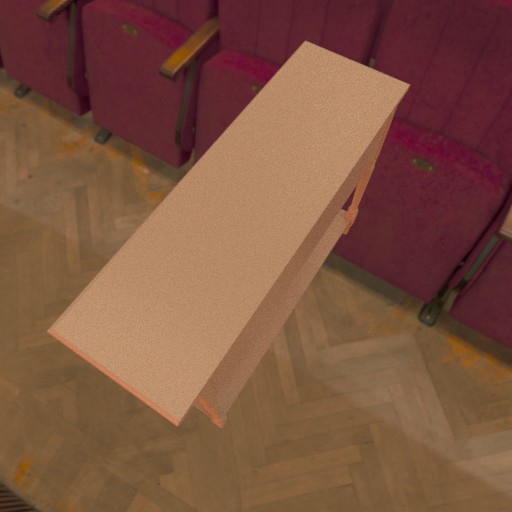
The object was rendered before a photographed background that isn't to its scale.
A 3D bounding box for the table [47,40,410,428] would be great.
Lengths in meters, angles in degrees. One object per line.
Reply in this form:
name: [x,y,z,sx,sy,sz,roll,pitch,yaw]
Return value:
table: [0.000,0.000,1.562,0.384,0.808,1.197,30,67,14]
